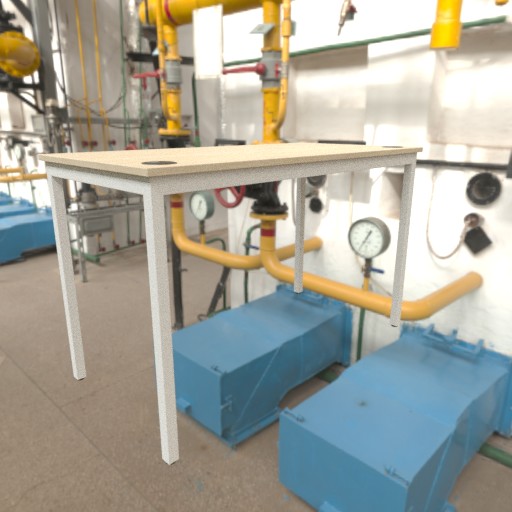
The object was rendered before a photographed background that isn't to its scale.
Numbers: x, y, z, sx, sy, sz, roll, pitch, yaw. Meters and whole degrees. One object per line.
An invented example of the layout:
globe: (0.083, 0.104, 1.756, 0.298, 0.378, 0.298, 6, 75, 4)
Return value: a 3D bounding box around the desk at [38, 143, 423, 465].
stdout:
desk: (0.000, 0.000, 1.601, 1.200, 0.750, 0.600, -16, 23, -42)
